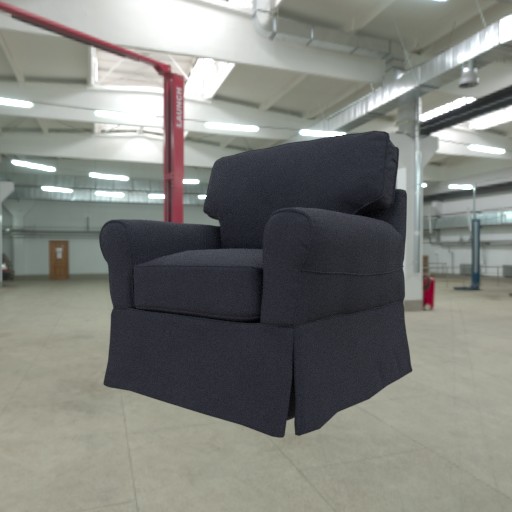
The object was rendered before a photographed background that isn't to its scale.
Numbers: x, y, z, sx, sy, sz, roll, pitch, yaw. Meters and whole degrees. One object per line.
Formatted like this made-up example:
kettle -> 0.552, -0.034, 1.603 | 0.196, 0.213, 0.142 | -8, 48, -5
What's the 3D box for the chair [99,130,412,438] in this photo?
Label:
chair -> 0.000, 0.000, 1.995 | 1.119, 1.140, 1.002 | 0, 1, 35
